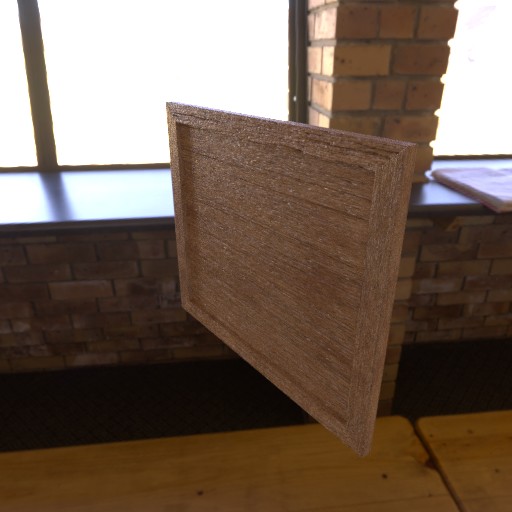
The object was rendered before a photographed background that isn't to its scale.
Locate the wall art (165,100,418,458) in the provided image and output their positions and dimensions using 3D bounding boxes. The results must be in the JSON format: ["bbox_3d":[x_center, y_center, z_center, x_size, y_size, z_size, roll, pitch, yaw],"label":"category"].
[{"bbox_3d":[0.000,0.000,0.970,0.026,0.588,0.690,-18,31,-34],"label":"wall art"}]
